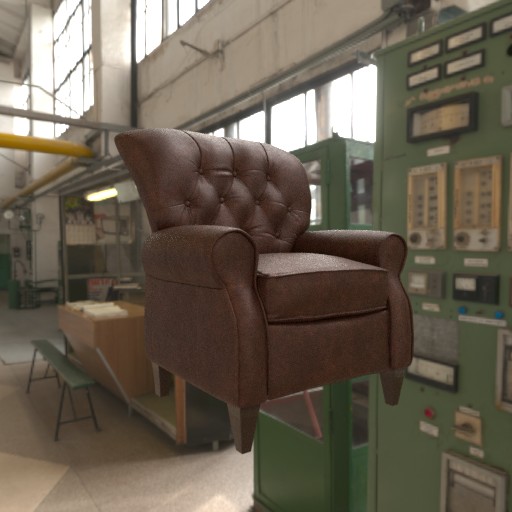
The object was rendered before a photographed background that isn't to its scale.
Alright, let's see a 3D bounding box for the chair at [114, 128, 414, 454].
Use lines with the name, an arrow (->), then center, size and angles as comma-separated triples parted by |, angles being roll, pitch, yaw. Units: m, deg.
chair -> 0.000, 0.000, 1.892 | 0.979, 1.162, 1.031 | -1, 1, -35
